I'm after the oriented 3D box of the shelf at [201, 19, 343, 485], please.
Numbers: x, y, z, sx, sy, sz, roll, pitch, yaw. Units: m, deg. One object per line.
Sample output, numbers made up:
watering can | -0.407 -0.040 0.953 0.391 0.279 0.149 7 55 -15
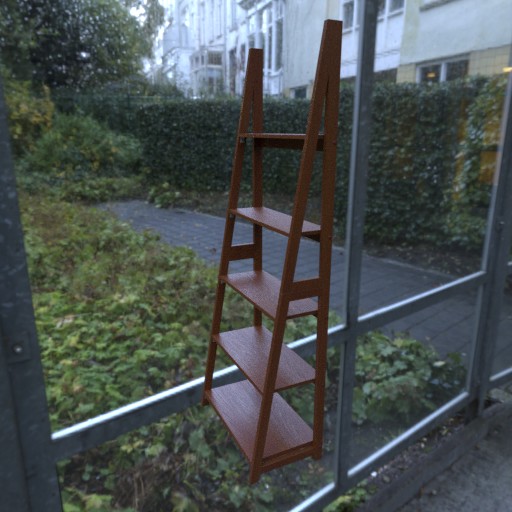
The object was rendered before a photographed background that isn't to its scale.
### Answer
shelf | 0.000 0.000 1.947 0.356 1.780 0.630 -8 18 -25
